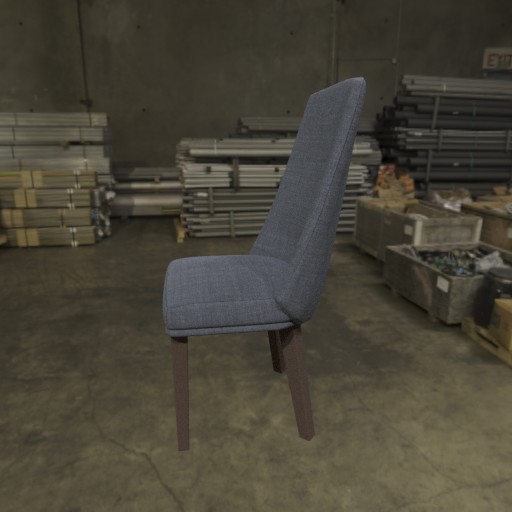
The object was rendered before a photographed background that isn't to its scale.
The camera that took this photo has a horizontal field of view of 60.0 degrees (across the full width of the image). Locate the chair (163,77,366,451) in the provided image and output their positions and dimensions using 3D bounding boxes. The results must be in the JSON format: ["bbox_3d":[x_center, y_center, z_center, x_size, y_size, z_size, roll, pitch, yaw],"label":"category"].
[{"bbox_3d":[0.000,0.000,1.397,0.577,1.050,0.510,-2,15,-9],"label":"chair"}]
